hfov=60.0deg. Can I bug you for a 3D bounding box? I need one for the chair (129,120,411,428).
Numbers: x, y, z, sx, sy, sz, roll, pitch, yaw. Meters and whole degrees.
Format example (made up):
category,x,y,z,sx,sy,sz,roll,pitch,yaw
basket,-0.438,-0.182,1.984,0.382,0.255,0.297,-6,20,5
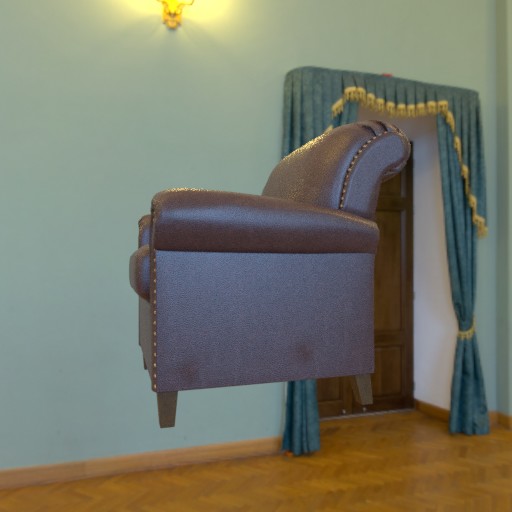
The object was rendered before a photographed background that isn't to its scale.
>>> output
category,x,y,z,sx,sy,sz,roll,pitch,yaw
chair,0.000,0.000,1.634,0.890,0.927,0.854,0,-1,-18
